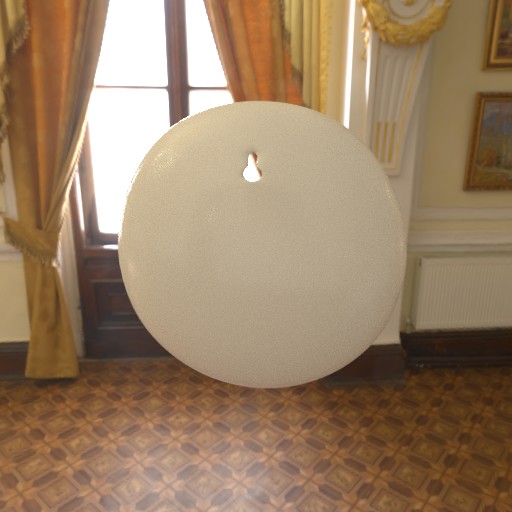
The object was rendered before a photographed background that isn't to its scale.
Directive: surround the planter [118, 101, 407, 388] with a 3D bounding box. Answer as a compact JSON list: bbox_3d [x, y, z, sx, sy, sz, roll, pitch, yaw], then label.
[{"bbox_3d":[0.000,0.000,0.283,0.185,0.188,0.043,2,15,8],"label":"planter"}]
